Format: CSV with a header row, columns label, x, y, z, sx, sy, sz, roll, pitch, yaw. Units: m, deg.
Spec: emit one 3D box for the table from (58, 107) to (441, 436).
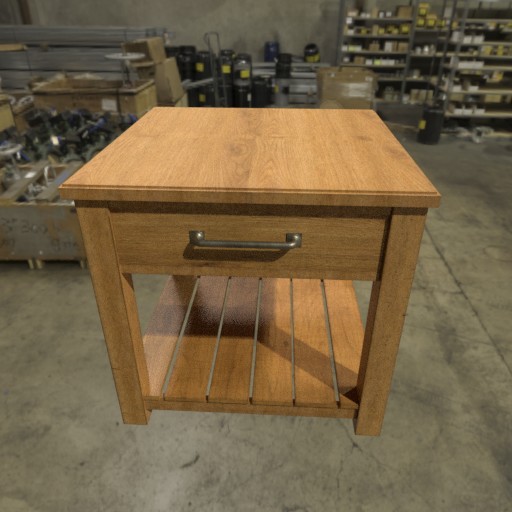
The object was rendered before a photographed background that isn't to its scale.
label,x,y,z,sx,sy,sz,roll,pitch,yaw
table,0.000,0.000,1.112,0.616,0.593,0.612,2,30,3
